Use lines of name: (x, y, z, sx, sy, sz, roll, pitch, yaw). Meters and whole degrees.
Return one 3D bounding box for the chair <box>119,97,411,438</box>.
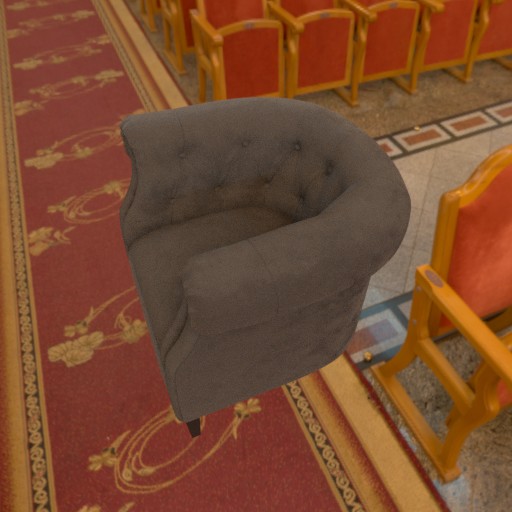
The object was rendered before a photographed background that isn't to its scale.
chair: (0.000, 0.000, 1.575, 0.851, 0.826, 0.904, -17, 48, -15)
